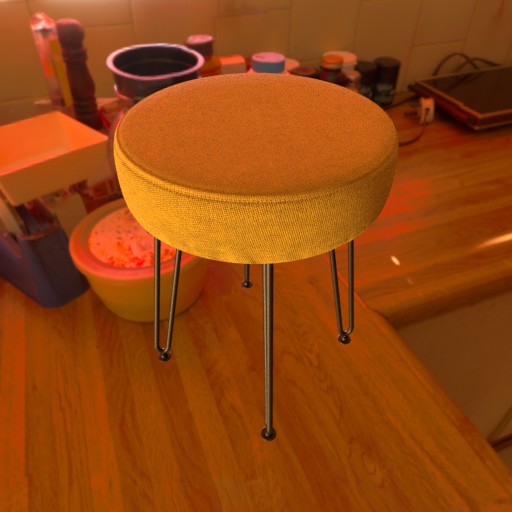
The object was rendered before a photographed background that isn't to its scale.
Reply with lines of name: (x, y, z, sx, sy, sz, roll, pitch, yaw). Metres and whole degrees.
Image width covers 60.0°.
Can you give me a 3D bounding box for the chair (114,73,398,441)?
chair: (0.000, 0.000, 0.679, 0.345, 0.455, 0.345, 27, 48, 28)
